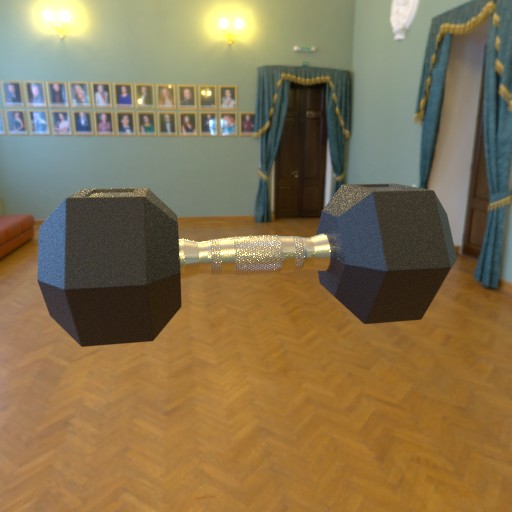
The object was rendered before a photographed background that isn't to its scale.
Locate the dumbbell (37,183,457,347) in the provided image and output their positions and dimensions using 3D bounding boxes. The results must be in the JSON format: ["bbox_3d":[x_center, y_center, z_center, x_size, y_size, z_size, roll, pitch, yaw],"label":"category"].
[{"bbox_3d":[0.000,0.000,0.411,0.356,0.123,0.141,-3,14,-11],"label":"dumbbell"}]
